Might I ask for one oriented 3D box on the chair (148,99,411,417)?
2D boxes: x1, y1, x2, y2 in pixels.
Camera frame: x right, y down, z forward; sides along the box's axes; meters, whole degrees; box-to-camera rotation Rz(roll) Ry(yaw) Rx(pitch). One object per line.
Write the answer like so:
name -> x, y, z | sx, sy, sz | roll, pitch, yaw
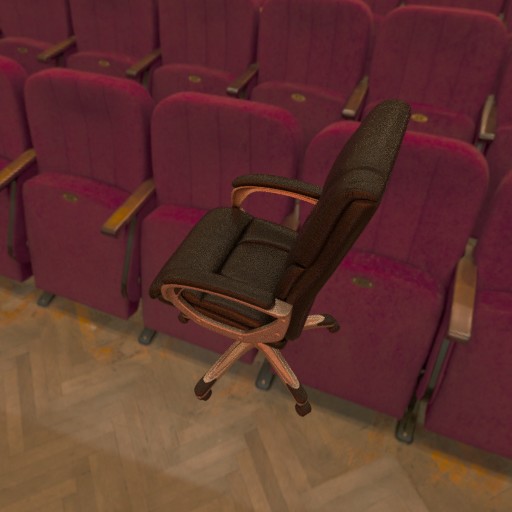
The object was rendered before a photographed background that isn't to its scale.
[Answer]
chair -> 0.000, 0.000, 1.594 | 0.780, 1.145, 0.700 | 16, 48, 16
